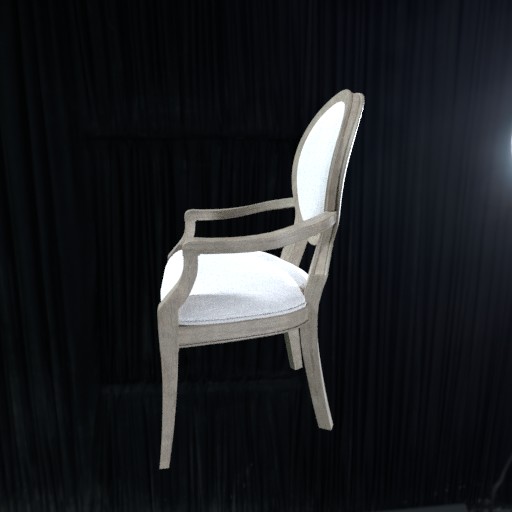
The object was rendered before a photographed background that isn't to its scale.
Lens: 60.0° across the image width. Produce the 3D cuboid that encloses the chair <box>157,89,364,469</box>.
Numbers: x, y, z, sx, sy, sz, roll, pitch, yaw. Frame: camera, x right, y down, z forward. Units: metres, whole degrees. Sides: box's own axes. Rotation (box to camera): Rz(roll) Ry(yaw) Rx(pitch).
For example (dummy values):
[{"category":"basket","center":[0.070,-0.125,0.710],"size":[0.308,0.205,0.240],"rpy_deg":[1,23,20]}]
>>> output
[{"category":"chair","center":[0.000,0.000,1.389],"size":[0.602,0.991,0.611],"rpy_deg":[-2,13,-8]}]
